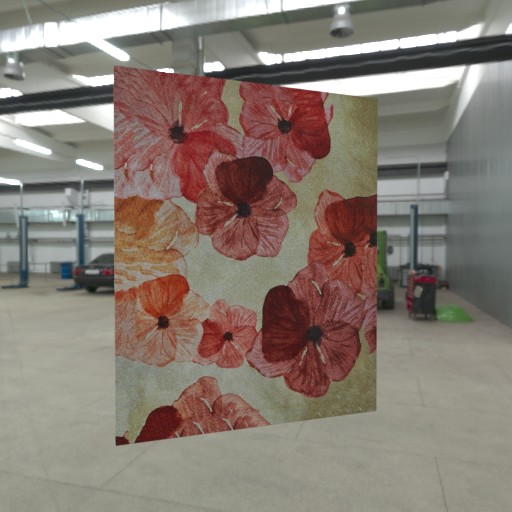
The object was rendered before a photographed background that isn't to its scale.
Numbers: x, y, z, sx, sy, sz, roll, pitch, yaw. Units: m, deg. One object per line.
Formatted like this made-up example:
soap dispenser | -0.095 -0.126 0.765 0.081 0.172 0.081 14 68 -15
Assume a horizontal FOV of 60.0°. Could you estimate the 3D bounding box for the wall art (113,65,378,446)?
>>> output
wall art | 0.000 0.000 0.668 0.406 0.508 0.028 0 1 -19
